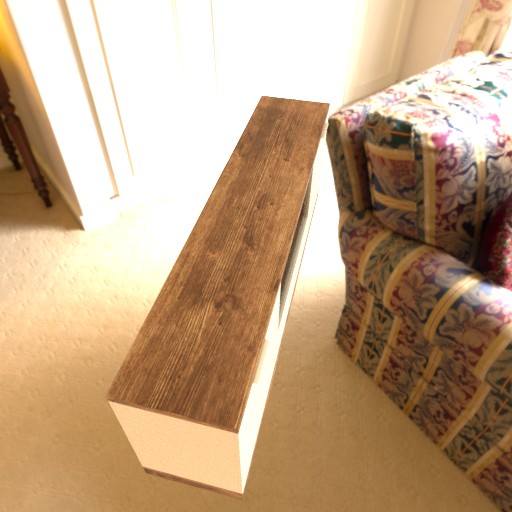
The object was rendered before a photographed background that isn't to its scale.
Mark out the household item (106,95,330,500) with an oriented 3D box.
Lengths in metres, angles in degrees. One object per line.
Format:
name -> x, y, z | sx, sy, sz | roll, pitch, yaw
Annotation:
household item -> 0.000, 0.000, 1.998 | 0.390, 0.615, 1.800 | 10, 47, 10
